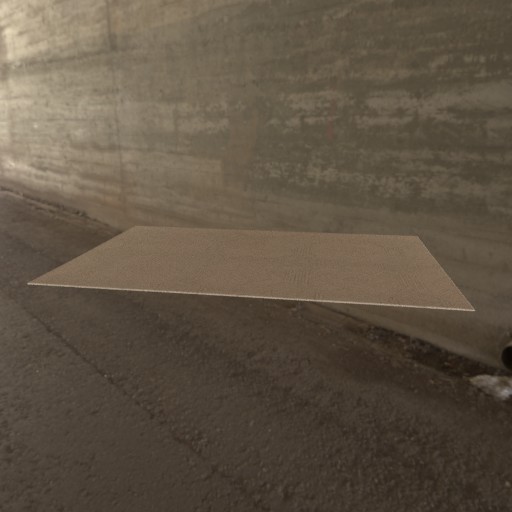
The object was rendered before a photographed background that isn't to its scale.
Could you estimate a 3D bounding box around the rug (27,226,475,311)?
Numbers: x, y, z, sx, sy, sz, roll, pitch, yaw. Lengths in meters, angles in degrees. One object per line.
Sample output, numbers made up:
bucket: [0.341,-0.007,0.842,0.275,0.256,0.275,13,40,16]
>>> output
rug: [0.000,0.000,3.099,2.440,0.008,1.524,3,17,9]
